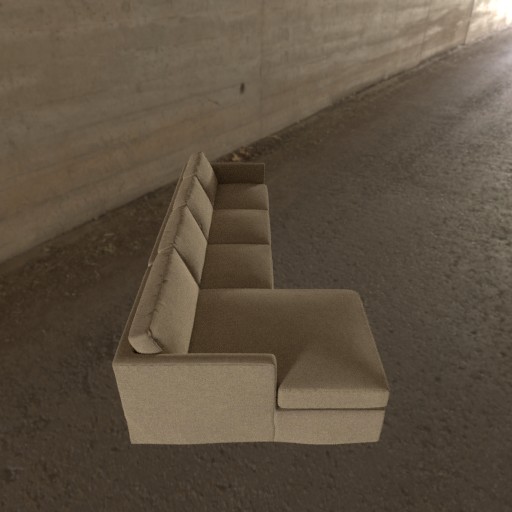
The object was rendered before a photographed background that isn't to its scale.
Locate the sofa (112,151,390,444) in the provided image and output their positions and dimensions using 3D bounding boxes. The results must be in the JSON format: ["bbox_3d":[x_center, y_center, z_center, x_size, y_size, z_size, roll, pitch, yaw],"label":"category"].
[{"bbox_3d":[0.000,0.000,3.944,1.638,0.920,3.198,0,32,0],"label":"sofa"}]
